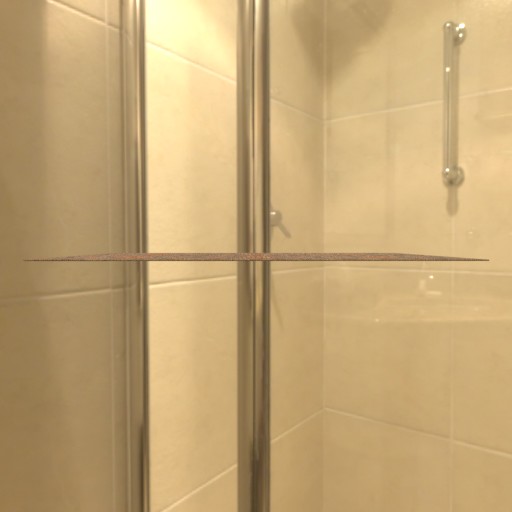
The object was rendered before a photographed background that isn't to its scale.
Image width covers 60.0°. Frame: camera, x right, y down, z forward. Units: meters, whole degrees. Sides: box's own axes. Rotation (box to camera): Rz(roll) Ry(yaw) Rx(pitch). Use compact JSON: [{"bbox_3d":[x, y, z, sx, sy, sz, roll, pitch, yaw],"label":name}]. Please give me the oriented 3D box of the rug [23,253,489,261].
[{"bbox_3d":[0.000,0.000,3.064,2.427,0.007,1.515,0,2,-1],"label":"rug"}]
